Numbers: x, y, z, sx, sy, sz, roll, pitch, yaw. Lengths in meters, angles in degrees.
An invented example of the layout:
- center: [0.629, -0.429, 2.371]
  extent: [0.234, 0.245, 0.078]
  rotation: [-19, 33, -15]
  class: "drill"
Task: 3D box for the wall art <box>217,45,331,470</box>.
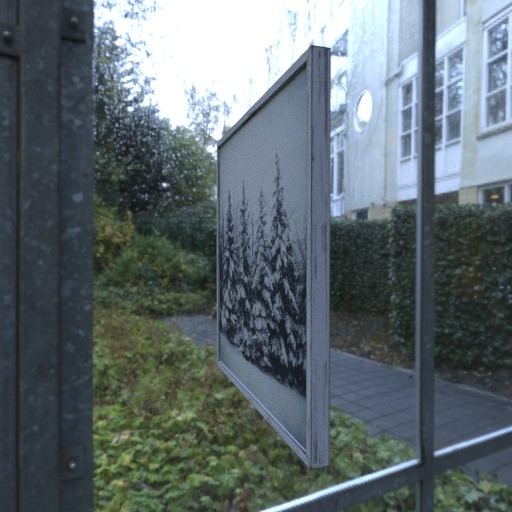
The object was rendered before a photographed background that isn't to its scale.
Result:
- center: [0.000, 0.000, 1.159]
  extent: [0.037, 0.761, 0.761]
  rotation: [0, 1, -18]
  class: "wall art"
